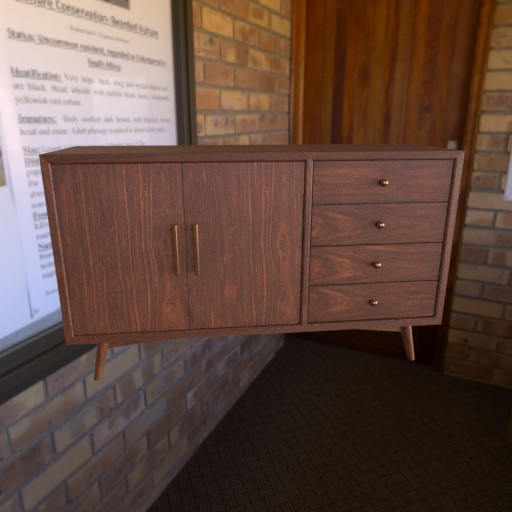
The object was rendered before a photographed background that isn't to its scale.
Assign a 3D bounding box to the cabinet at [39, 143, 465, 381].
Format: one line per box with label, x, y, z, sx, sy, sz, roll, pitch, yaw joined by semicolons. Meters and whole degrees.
cabinet;0.000;0.000;1.988;1.575;0.940;0.505;-2;18;-6
